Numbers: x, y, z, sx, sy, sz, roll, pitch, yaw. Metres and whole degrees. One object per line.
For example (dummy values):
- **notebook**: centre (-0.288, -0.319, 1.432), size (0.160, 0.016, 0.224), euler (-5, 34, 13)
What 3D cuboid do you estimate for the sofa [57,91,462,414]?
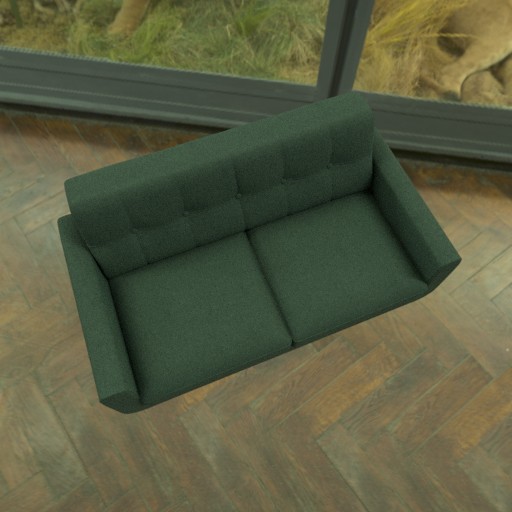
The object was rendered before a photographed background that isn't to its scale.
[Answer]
- **sofa**: centre (0.000, 0.000, 2.119), size (1.631, 0.841, 0.909), euler (-20, 66, -9)
